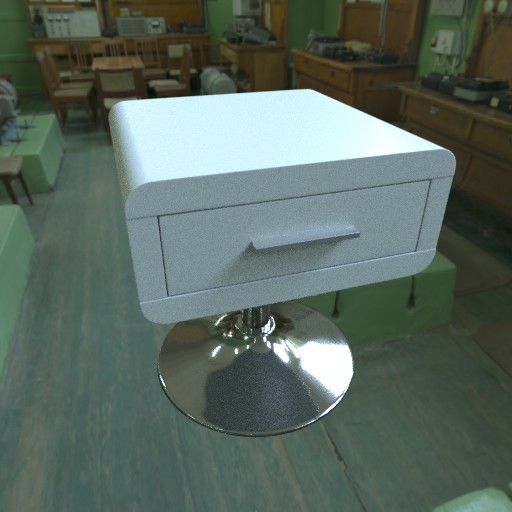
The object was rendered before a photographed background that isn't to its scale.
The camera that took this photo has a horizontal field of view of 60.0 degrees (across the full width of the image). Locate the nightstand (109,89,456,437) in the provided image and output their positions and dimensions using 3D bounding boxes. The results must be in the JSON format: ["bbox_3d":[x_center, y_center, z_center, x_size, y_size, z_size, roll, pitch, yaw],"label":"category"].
[{"bbox_3d":[0.000,0.000,0.747,0.399,0.447,0.404,-10,32,-15],"label":"nightstand"}]
